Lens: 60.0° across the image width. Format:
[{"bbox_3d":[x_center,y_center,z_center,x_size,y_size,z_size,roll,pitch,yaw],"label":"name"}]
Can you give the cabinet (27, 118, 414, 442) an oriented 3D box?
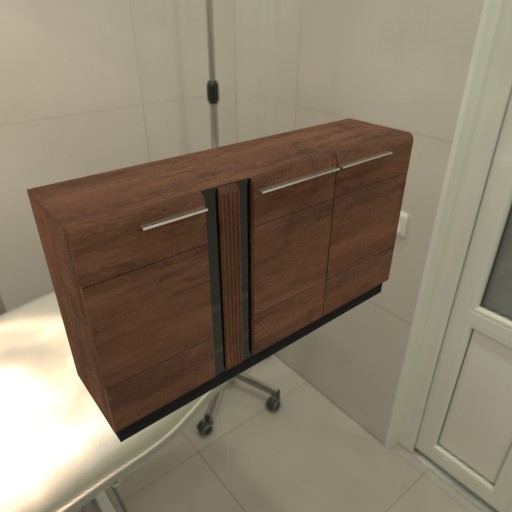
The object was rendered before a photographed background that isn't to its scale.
[{"bbox_3d":[0.000,0.000,1.976,1.600,0.900,0.420,-22,37,-33],"label":"cabinet"}]
